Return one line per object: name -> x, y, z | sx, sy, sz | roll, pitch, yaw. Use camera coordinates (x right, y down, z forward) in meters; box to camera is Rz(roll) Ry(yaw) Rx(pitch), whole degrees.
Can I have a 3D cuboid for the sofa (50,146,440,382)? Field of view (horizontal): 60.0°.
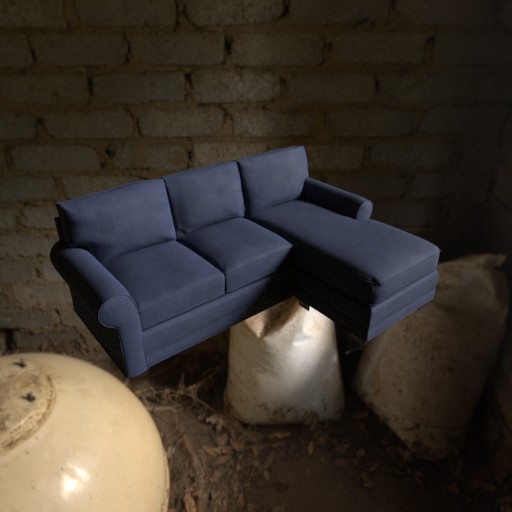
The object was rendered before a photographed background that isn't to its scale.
sofa -> 0.000, 0.000, 3.409 | 2.567, 1.063, 1.780 | -22, 36, -34
